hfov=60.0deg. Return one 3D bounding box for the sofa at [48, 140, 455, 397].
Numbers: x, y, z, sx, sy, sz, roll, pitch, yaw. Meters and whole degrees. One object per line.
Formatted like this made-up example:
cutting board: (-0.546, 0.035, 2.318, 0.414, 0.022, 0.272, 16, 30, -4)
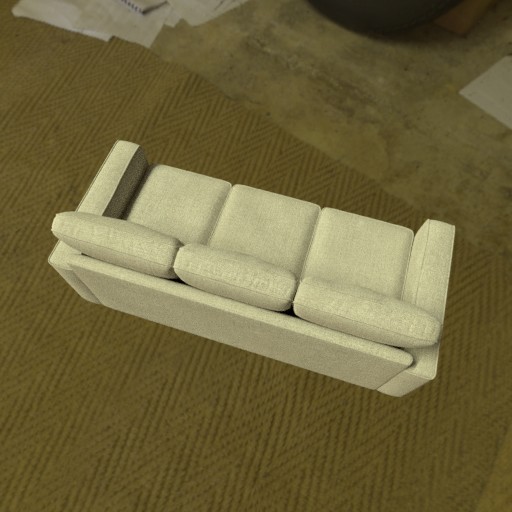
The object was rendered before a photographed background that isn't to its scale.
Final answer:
sofa: (0.000, 0.000, 2.630, 2.133, 0.965, 0.939, 16, 65, 8)
